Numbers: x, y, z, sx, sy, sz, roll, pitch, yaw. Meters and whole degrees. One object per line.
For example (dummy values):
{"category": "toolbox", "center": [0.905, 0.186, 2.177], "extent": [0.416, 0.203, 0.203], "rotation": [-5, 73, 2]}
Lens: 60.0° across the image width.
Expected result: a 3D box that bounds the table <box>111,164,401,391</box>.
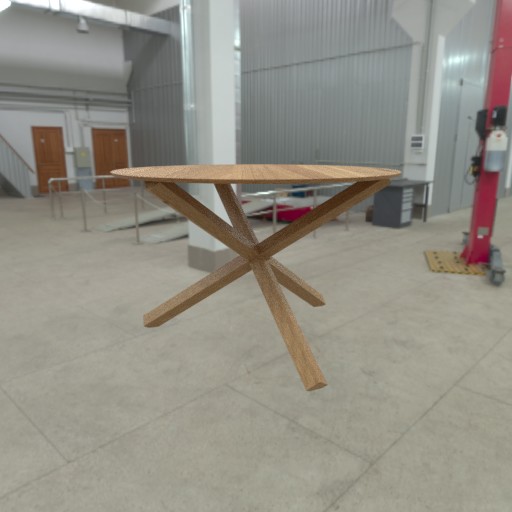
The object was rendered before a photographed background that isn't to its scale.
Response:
{"category": "table", "center": [0.000, 0.000, 1.737], "extent": [1.038, 0.666, 1.038], "rotation": [0, 14, 0]}
